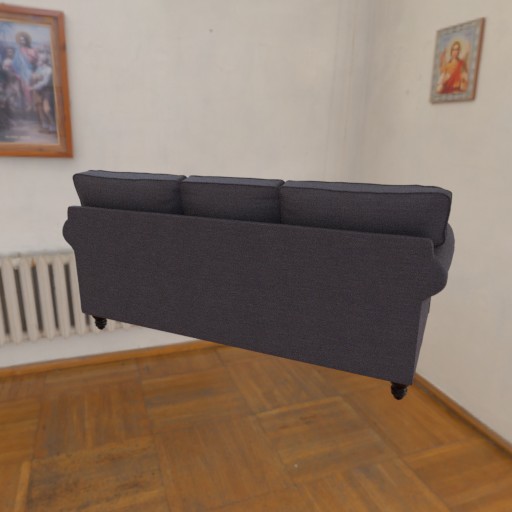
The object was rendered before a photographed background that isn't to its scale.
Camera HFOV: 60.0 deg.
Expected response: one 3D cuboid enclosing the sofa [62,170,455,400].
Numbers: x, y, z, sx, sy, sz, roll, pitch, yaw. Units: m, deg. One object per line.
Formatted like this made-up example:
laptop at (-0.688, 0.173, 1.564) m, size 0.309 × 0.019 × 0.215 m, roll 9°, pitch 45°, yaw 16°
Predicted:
sofa at (0.000, 0.000, 2.576) m, size 2.084 × 0.966 × 0.909 m, roll 7°, pitch 17°, yaw 24°
